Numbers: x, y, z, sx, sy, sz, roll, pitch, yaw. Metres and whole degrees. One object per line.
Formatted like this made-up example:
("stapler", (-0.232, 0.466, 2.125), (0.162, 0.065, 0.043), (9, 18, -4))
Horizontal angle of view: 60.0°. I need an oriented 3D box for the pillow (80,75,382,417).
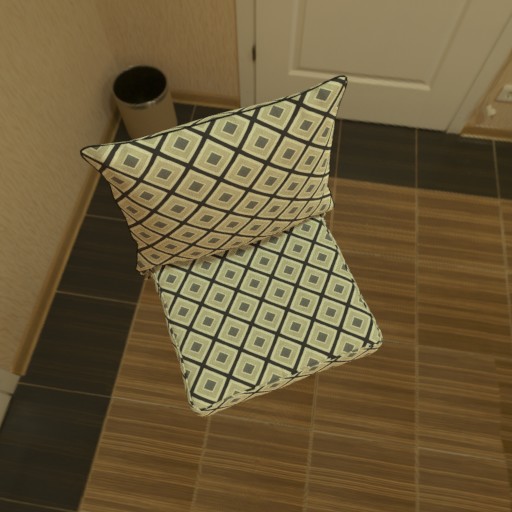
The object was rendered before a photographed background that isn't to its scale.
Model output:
("pillow", (0.000, 0.000, 1.401), (0.798, 0.722, 0.733), (-18, 66, -9))
